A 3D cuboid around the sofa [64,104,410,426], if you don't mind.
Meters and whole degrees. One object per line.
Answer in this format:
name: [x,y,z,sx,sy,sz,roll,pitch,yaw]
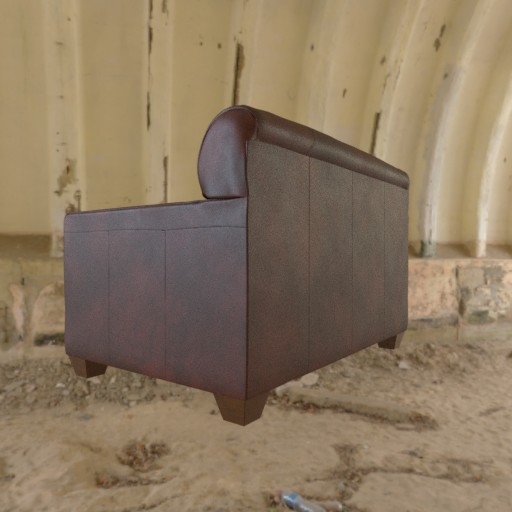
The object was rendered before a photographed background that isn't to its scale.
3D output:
sofa: [0.000,0.000,2.049,1.000,0.956,1.413,1,1,37]
